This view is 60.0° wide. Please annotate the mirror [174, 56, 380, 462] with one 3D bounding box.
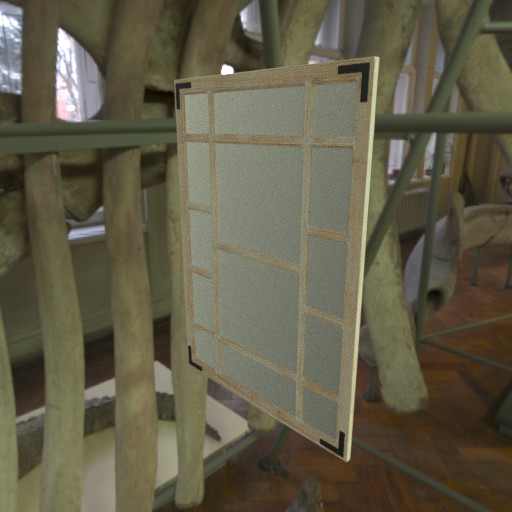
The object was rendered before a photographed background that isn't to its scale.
[{"bbox_3d":[0.000,0.000,1.285,0.025,0.996,0.705,-16,23,-42],"label":"mirror"}]
